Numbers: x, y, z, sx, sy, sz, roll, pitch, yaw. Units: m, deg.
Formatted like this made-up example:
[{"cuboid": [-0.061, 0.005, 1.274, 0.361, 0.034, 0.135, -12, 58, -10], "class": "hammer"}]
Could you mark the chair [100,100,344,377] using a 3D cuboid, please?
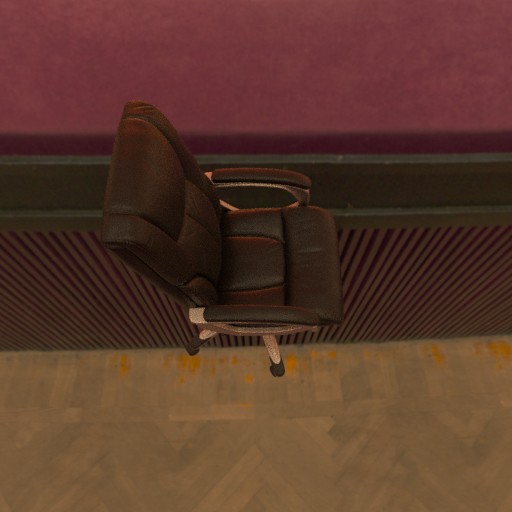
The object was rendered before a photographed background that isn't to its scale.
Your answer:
[{"cuboid": [0.000, 0.000, 1.669, 0.780, 1.145, 0.700, 0, 64, 0], "class": "chair"}]
